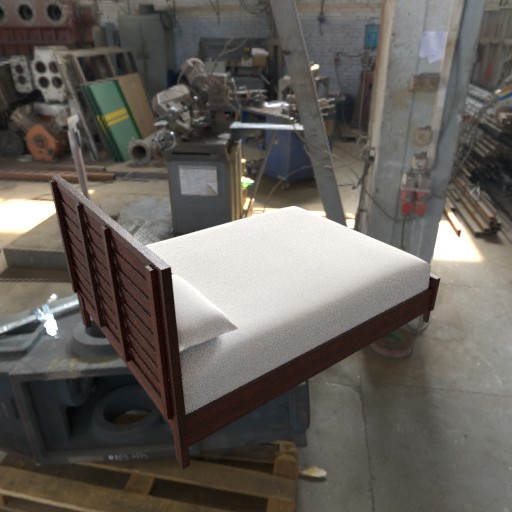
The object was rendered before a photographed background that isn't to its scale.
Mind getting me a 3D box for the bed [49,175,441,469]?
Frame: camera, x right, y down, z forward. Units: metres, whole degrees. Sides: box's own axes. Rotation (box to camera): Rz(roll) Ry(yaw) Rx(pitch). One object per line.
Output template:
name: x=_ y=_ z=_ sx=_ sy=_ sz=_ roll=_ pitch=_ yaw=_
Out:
bed: x=0.000 y=0.000 z=4.022 sx=2.803 sy=1.492 sz=2.040 roll=-19 pitch=32 yaw=-32
